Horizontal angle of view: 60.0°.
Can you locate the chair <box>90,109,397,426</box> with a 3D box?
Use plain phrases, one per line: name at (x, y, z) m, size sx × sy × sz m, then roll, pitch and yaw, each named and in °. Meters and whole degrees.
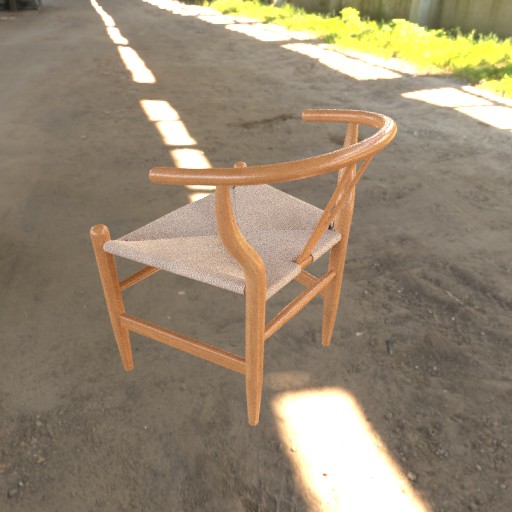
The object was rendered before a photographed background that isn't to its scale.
chair at (0.000, 0.000, 1.142) m, size 0.579 × 0.730 × 0.569 m, roll 23°, pitch 39°, yaw 31°
